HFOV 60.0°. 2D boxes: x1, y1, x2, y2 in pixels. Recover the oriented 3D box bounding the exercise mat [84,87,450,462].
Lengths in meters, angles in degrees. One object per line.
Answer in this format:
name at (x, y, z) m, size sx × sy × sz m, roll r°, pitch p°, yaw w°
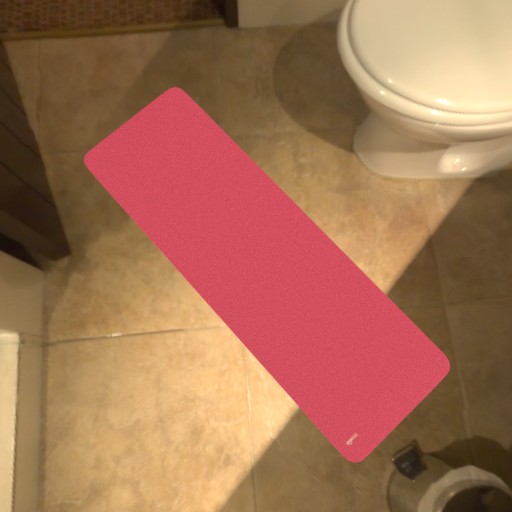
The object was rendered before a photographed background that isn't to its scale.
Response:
exercise mat at (0.000, 0.000, 2.035) m, size 0.616 × 0.021 × 1.884 m, roll -41°, pitch 80°, yaw -9°
